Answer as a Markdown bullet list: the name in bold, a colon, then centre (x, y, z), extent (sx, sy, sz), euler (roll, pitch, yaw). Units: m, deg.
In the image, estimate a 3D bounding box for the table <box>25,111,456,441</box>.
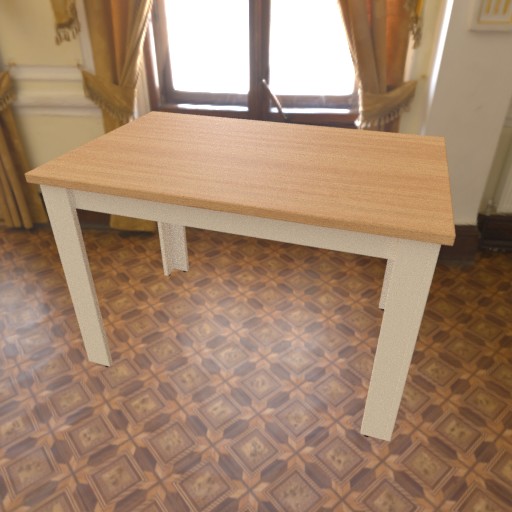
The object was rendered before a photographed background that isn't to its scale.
- **table**: centre (0.000, 0.000, 1.540), extent (1.100, 0.734, 0.700), euler (10, 34, 15)
